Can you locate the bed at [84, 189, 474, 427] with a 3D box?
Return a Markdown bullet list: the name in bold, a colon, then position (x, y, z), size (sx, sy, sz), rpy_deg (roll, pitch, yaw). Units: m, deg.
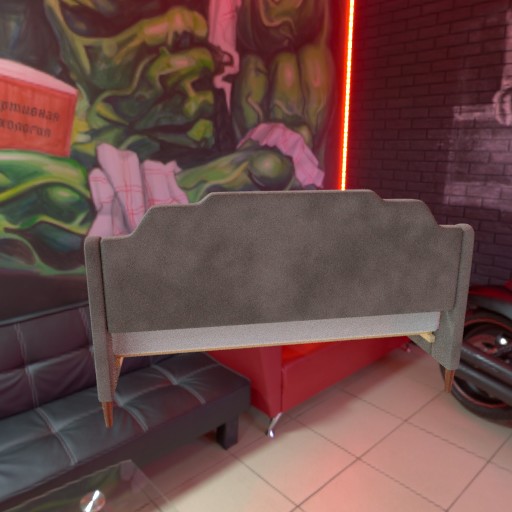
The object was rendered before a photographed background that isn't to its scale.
- **bed**: position (0.000, 0.000, 3.489), size (2.074, 1.245, 2.340), rpy_deg (-2, 14, -9)
